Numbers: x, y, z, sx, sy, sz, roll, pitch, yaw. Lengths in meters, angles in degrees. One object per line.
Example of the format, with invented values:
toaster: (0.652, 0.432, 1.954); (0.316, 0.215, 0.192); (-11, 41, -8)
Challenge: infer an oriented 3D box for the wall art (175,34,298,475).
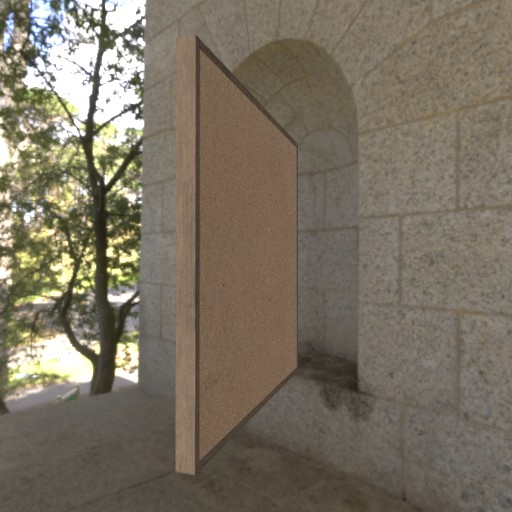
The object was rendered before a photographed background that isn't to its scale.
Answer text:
wall art: (0.000, 0.000, 1.132); (0.038, 0.762, 0.762); (0, -1, 19)
